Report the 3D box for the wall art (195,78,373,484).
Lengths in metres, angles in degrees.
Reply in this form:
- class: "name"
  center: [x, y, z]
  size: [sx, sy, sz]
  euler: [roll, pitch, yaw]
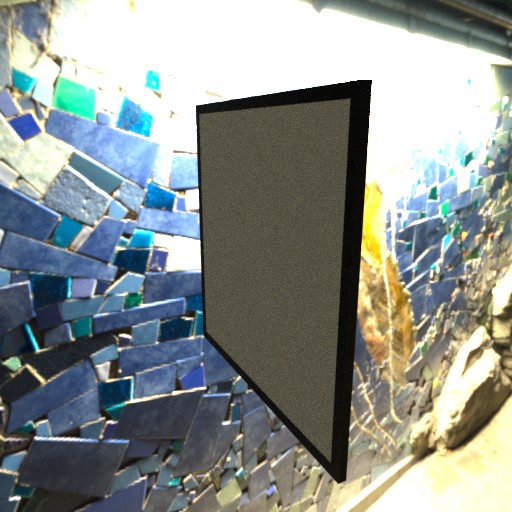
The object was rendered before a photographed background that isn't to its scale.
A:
- class: "wall art"
  center: [0.000, 0.000, 1.187]
  size: [0.022, 0.807, 0.807]
  euler: [-8, 17, -26]
